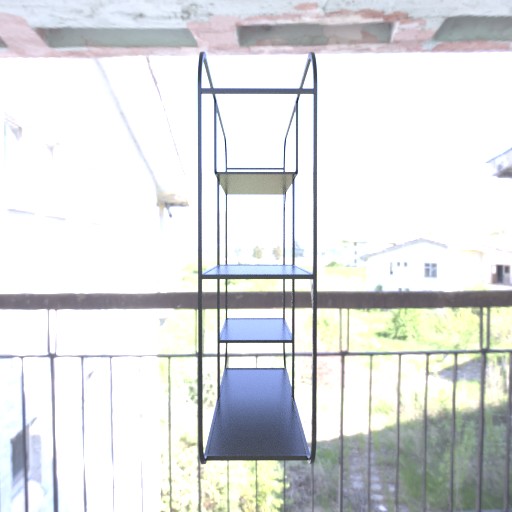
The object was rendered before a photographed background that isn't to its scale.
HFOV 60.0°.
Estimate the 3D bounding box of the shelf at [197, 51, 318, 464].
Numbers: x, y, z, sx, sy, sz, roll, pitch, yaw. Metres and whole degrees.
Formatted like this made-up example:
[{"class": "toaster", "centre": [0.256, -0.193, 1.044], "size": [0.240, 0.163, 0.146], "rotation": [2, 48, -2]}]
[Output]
[{"class": "shelf", "centre": [0.000, 0.000, 0.894], "size": [0.160, 0.600, 0.600], "rotation": [0, 1, 0]}]
